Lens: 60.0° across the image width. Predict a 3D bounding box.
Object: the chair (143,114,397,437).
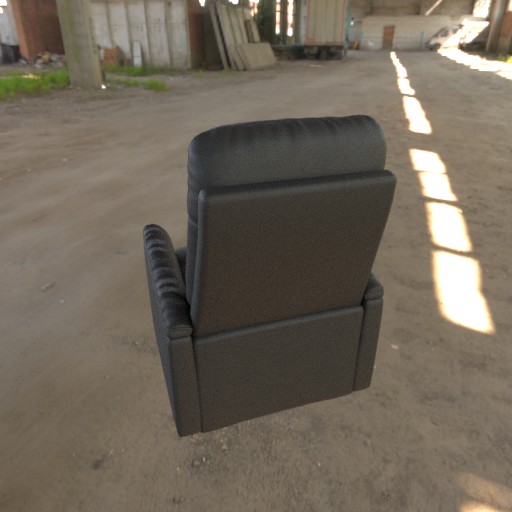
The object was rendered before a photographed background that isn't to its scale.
[{"bbox_3d":[0.000,0.000,1.655,0.775,1.082,0.831,-9,28,-16],"label":"chair"}]
